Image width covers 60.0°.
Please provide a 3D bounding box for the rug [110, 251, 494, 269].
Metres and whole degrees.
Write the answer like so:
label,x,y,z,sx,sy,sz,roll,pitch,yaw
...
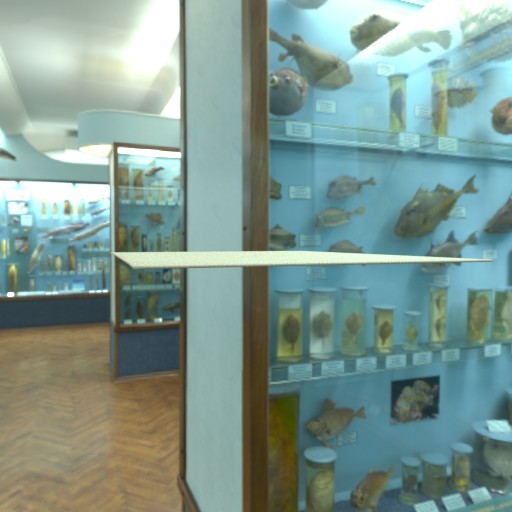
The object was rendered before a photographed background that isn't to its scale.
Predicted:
label,x,y,z,sx,sy,sz,roll,pitch,yaw
rug,0.000,0.000,4.106,2.462,0.018,3.039,-1,2,-20
